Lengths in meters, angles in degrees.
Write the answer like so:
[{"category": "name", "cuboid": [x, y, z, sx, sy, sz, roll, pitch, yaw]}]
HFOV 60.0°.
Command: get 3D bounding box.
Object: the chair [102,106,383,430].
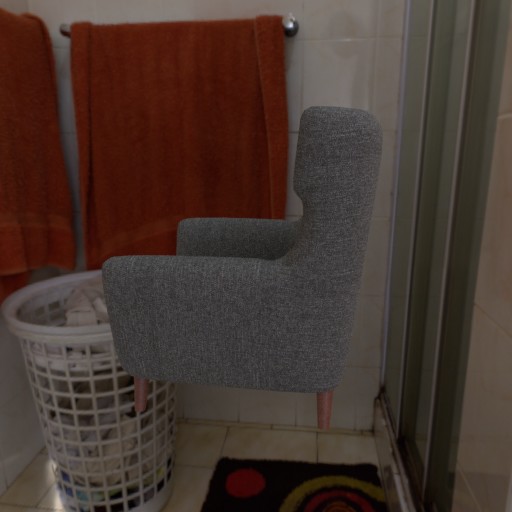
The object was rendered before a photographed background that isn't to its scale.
[{"category": "chair", "cuboid": [0.000, 0.000, 1.754, 0.904, 1.063, 0.878, 2, 14, 9]}]
